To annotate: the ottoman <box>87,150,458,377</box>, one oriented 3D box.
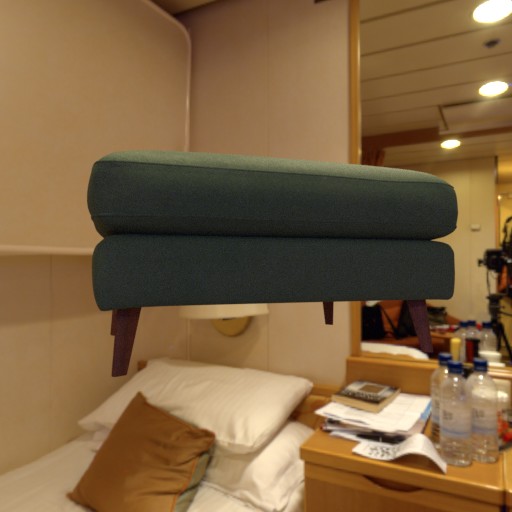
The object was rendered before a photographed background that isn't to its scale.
[{"bbox_3d":[0.000,0.000,1.156,0.811,0.449,0.608,0,-1,-18],"label":"ottoman"}]
